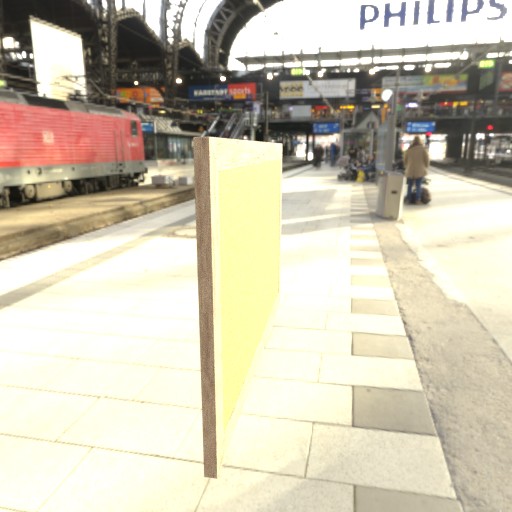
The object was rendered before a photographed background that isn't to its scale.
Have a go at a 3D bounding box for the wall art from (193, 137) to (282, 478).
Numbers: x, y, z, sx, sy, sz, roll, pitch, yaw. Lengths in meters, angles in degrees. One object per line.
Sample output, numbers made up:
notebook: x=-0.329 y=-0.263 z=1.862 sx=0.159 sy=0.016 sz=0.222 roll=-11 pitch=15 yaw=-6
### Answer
wall art: x=0.000 y=0.000 z=0.962 sx=0.021 sy=0.480 sz=0.780 roll=2 pitch=14 yaw=9
